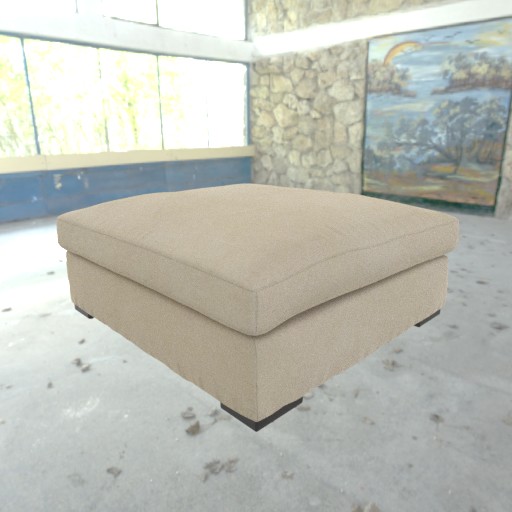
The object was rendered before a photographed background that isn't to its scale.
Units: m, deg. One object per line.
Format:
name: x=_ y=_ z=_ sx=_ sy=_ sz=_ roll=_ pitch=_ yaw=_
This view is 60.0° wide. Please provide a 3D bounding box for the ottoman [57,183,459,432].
ottoman: x=0.000 y=0.000 z=1.854 sx=1.190 sy=0.522 sz=1.205 roll=-15 pitch=22 yaw=-42
